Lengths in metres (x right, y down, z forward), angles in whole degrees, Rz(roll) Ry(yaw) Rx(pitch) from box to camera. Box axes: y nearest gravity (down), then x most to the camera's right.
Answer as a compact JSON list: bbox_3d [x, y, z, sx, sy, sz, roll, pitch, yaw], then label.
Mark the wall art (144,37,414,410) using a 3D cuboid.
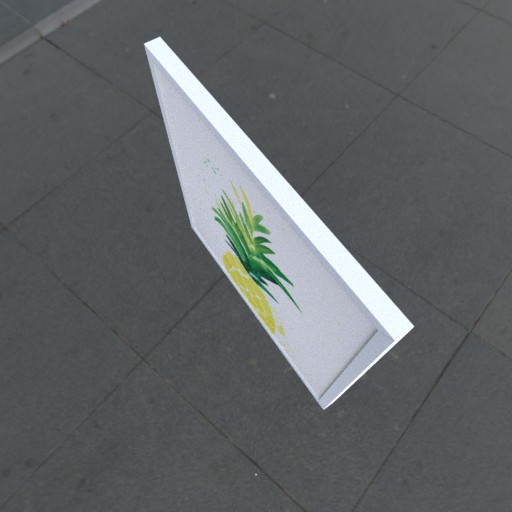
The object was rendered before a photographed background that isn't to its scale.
[{"bbox_3d":[0.000,0.000,1.126,0.038,0.761,0.763,-32,68,-15],"label":"wall art"}]
